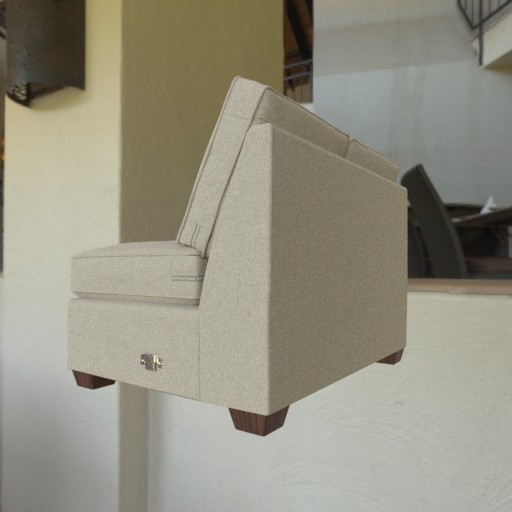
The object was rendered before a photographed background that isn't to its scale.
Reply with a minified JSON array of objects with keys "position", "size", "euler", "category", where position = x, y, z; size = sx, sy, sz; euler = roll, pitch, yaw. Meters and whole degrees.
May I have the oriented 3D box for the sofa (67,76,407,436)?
[{"position":[0.000,0.000,1.926],"size":[0.951,1.008,1.237],"euler":[-1,-2,35],"category":"sofa"}]
